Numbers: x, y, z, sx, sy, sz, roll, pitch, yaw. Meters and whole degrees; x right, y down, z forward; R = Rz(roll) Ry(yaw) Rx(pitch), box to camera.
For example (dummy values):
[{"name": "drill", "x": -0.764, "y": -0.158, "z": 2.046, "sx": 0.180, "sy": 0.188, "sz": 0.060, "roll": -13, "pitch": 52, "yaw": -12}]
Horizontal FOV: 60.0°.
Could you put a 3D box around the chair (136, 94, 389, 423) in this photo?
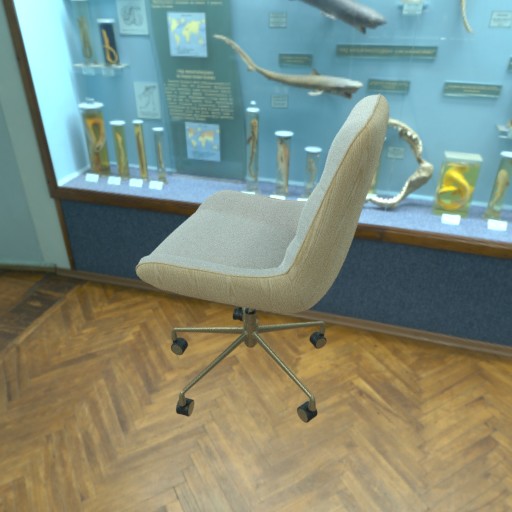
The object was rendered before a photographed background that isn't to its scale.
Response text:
[{"name": "chair", "x": 0.000, "y": 0.000, "z": 1.371, "sx": 0.668, "sy": 0.952, "sz": 0.564, "roll": 9, "pitch": 31, "yaw": 15}]
